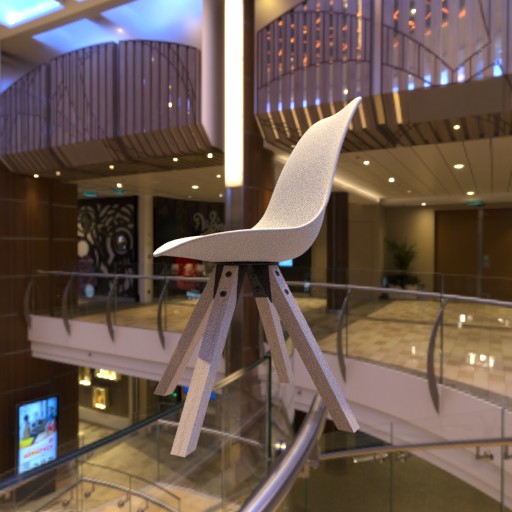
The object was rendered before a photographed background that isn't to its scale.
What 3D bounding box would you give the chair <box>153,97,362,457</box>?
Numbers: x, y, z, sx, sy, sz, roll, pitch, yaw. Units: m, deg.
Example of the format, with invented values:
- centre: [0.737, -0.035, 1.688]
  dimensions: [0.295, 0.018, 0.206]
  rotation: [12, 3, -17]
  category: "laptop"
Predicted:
- centre: [0.000, 0.000, 1.218]
  dimensions: [0.550, 0.850, 0.485]
  rotation: [0, 1, -18]
  category: "chair"
